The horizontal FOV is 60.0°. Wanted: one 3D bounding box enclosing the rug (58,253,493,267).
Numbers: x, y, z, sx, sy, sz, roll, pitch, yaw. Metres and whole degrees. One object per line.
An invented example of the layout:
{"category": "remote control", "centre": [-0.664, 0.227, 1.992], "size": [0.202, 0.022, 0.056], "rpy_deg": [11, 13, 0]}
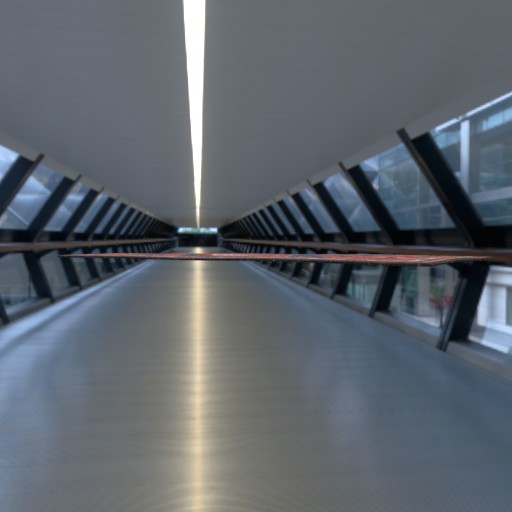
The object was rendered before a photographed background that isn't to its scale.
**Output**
{"category": "rug", "centre": [0.000, 0.000, 3.416], "size": [3.032, 0.034, 1.522], "rpy_deg": [1, 1, 37]}
